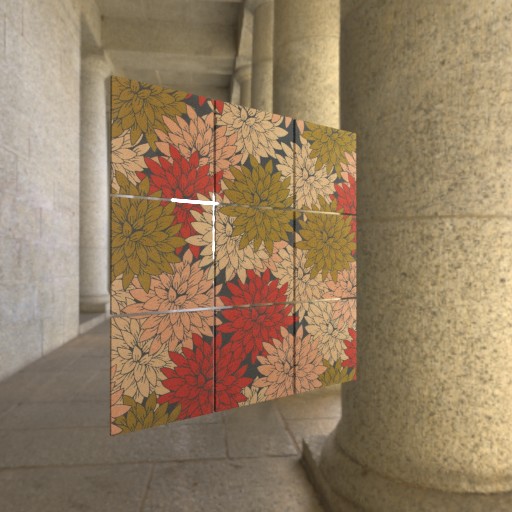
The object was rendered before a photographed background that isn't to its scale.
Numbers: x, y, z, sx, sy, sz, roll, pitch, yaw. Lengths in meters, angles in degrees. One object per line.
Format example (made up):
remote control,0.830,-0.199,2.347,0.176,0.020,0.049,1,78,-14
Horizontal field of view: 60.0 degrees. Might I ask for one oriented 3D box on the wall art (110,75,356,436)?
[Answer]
wall art,0.000,0.000,1.387,0.904,0.913,0.013,0,0,-35
